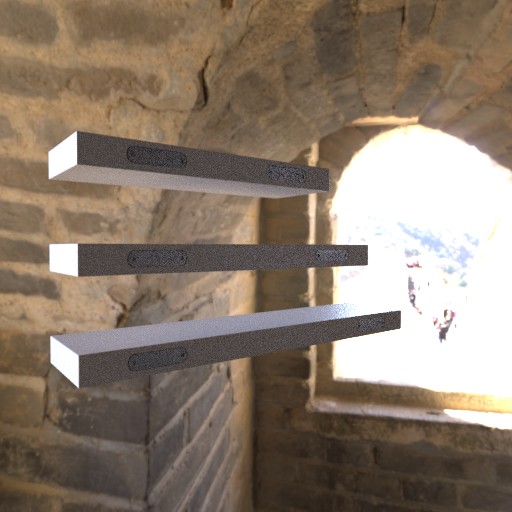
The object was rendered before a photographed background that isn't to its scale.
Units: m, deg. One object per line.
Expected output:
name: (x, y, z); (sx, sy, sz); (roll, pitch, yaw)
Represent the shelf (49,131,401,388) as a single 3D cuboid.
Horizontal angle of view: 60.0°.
shelf: (0.000, 0.000, 0.740); (0.610, 0.293, 0.140); (-1, 2, -37)
